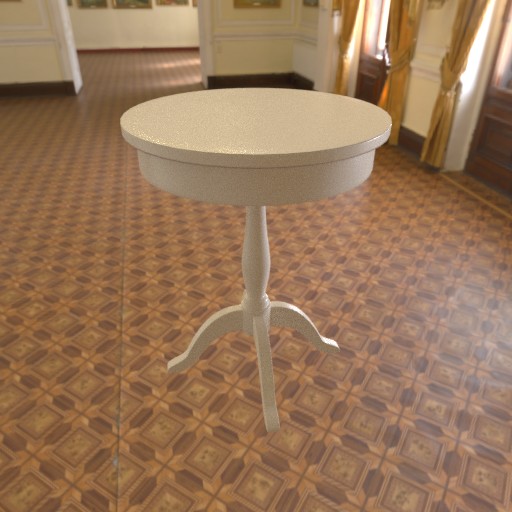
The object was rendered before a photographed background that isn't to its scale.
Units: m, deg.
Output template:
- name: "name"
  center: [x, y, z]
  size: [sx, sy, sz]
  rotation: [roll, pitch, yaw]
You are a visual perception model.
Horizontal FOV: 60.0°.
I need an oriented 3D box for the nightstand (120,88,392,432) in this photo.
- name: "nightstand"
  center: [0.000, 0.000, 1.031]
  size: [0.513, 0.653, 0.513]
  rotation: [0, 31, -1]
